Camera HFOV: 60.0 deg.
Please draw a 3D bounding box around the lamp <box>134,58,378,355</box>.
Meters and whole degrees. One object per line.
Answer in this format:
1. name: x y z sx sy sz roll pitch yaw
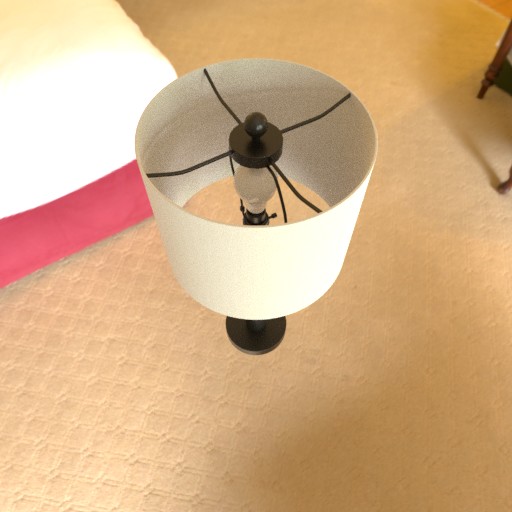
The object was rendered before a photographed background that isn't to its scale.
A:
1. lamp: 0.000 0.000 0.809 0.305 0.640 0.305 15 59 10
